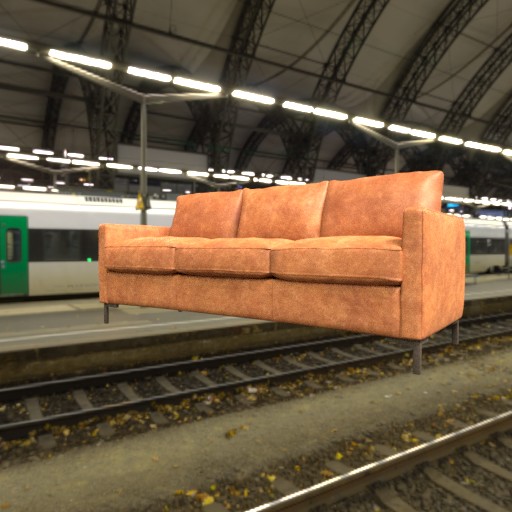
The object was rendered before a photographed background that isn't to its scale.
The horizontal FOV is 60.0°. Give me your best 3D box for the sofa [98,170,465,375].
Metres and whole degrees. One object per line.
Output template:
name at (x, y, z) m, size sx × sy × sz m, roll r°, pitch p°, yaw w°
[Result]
sofa at (0.000, 0.000, 2.469) m, size 2.029 × 0.863 × 0.748 m, roll 1°, pitch 1°, yaw 36°
